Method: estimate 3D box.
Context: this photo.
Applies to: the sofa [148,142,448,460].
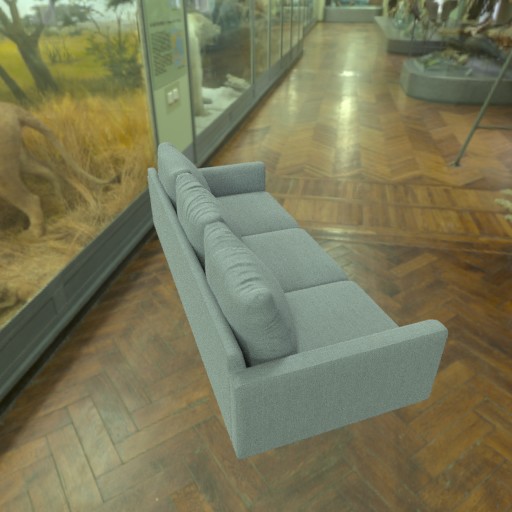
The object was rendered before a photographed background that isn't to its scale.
[{"bbox_3d":[0.000,0.000,2.396,0.850,0.830,2.000,-11,33,-17],"label":"sofa"}]
